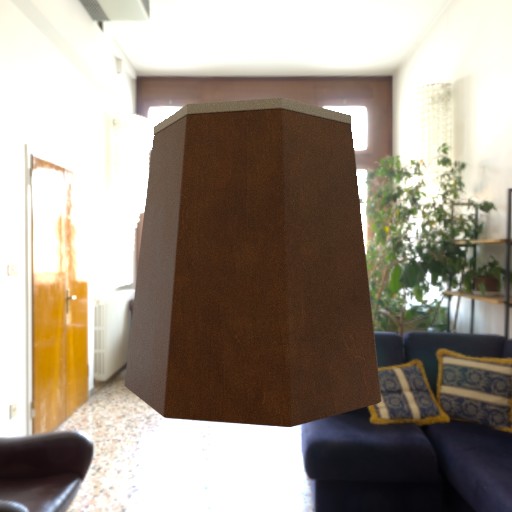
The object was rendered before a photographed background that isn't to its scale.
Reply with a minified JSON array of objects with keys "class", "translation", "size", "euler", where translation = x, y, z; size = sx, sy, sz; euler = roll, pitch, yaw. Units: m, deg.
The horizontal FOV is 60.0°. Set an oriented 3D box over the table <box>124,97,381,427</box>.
[{"class":"table","translation":[0.000,0.000,0.819],"size":[0.439,0.457,0.439],"euler":[0,0,-36]}]
